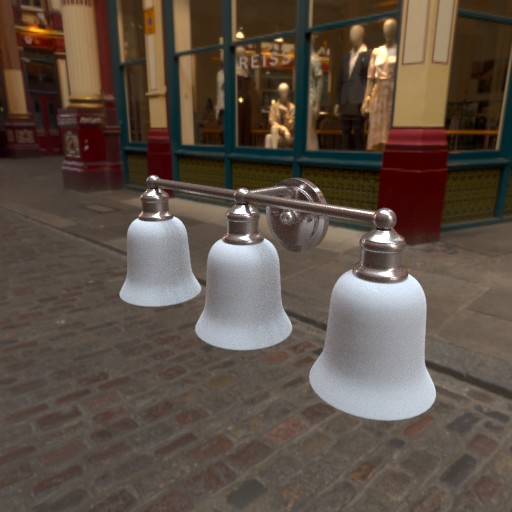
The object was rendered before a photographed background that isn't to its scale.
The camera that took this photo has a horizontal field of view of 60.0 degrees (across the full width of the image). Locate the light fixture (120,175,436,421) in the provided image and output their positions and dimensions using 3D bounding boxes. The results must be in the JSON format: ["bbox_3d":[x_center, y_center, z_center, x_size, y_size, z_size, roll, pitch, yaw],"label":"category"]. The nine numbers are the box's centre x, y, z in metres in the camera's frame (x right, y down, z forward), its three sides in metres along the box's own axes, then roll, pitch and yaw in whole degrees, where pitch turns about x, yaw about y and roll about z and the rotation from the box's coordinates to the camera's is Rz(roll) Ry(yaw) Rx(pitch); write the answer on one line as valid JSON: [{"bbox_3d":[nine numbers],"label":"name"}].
[{"bbox_3d":[0.000,0.000,0.654,0.570,0.211,0.198,16,23,41],"label":"light fixture"}]
